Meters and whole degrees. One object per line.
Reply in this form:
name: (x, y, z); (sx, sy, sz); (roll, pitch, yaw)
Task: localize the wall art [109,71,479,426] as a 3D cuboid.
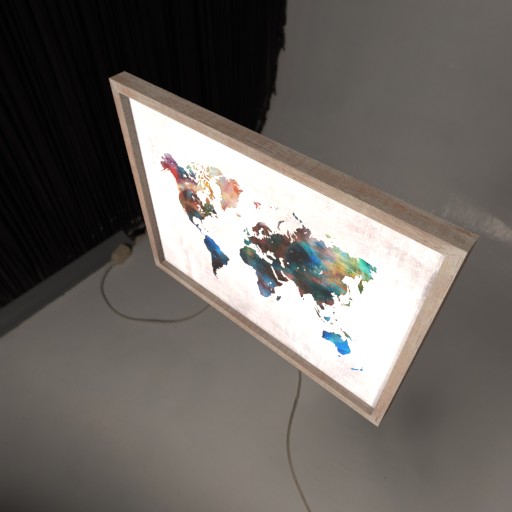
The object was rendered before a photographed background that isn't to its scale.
wall art: (0.000, 0.000, 1.686); (1.320, 1.009, 0.070); (32, 55, 26)
